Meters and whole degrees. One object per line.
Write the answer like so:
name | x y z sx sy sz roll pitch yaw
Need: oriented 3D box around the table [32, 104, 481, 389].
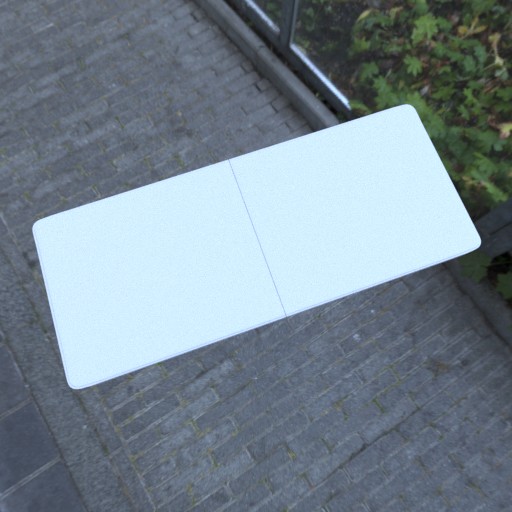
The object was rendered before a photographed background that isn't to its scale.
table | 0.000 0.000 2.270 1.829 0.719 0.761 -19 75 -5
